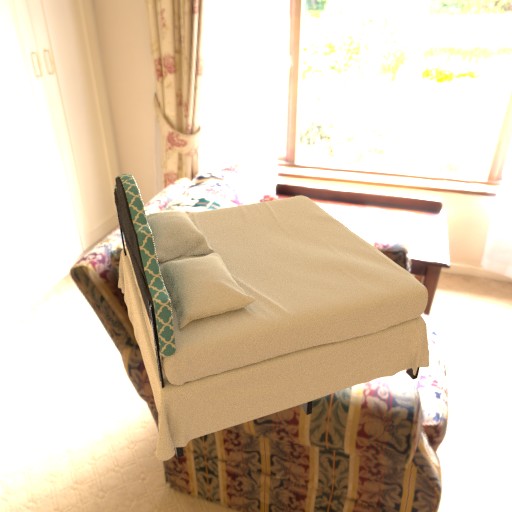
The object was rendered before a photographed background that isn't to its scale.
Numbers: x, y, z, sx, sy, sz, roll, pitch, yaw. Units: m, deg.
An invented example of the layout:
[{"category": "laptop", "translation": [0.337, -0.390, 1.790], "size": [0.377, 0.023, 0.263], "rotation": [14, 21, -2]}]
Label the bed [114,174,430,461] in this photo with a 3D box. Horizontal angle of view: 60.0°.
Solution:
[{"category": "bed", "translation": [0.000, 0.000, 3.715], "size": [2.222, 1.601, 2.314], "rotation": [-11, 31, -19]}]
